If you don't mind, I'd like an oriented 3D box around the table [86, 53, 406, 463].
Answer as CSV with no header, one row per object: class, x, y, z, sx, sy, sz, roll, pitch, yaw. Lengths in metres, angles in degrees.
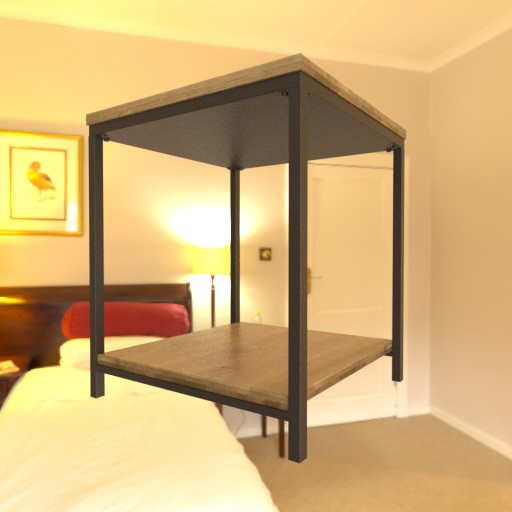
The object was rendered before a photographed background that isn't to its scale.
table,0.000,0.000,0.983,0.507,0.589,0.503,1,1,35
